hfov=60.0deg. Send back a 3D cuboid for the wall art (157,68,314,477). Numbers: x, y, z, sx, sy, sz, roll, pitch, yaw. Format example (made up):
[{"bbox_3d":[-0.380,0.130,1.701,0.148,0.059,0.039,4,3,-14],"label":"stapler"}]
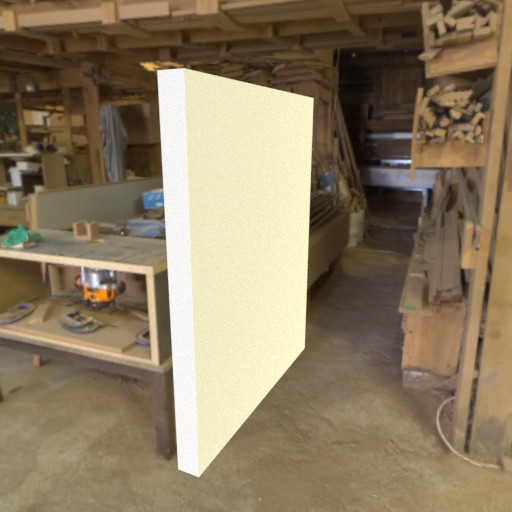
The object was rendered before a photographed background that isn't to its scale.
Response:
[{"bbox_3d":[0.000,0.000,0.776,0.039,0.553,0.451,7,17,25],"label":"wall art"}]
